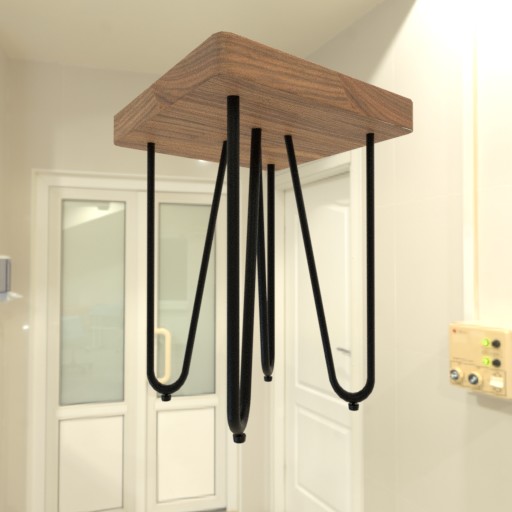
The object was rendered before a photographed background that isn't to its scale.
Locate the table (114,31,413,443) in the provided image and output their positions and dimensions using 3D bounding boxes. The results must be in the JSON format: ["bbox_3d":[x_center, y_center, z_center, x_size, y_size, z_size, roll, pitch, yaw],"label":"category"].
[{"bbox_3d":[0.000,0.000,0.963,0.480,0.641,0.479,1,-2,-36],"label":"table"}]
